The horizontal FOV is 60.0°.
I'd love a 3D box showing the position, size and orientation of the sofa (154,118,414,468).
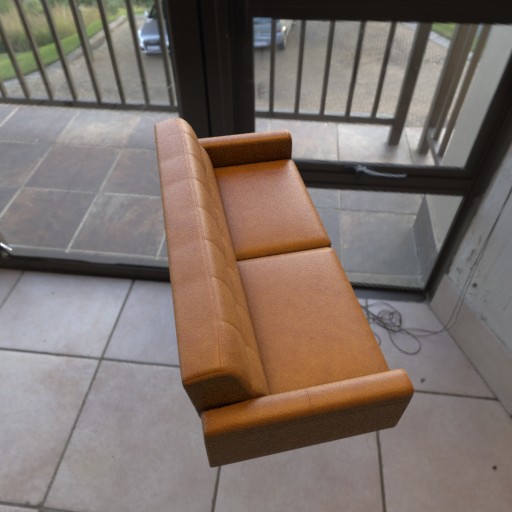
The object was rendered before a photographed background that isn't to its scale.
[{"bbox_3d":[0.000,0.000,2.653,0.980,0.892,2.137,-9,48,-8],"label":"sofa"}]
